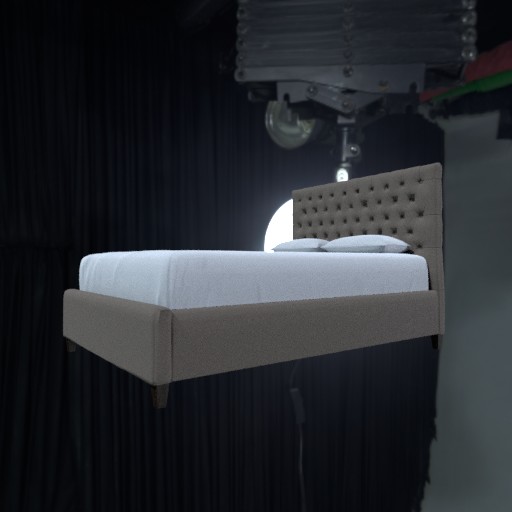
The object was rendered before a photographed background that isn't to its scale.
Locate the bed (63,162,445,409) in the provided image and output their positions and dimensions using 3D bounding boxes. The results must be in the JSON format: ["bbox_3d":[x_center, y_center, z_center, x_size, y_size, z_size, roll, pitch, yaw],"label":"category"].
[{"bbox_3d":[0.000,0.000,3.375,2.387,1.427,1.698,0,-1,-36],"label":"bed"}]
